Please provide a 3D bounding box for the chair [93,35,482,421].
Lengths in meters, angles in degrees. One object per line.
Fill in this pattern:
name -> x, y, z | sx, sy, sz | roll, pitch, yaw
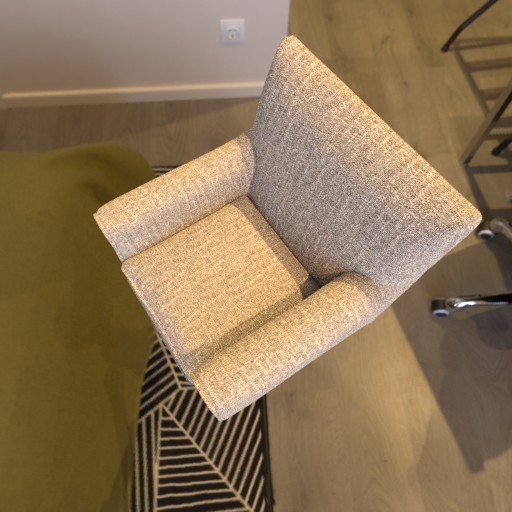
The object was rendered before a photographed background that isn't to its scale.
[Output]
chair -> 0.000, 0.000, 1.617 | 0.873, 0.928, 0.864 | -31, 68, -14
